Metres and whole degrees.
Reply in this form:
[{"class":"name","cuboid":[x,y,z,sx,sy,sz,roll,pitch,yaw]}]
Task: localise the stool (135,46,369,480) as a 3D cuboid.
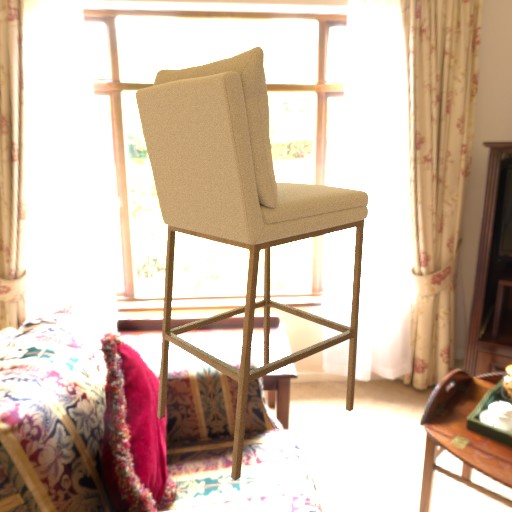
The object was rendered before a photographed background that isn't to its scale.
[{"class":"stool","cuboid":[0.000,0.000,1.420,0.572,1.125,0.463,-12,17,-41]}]
